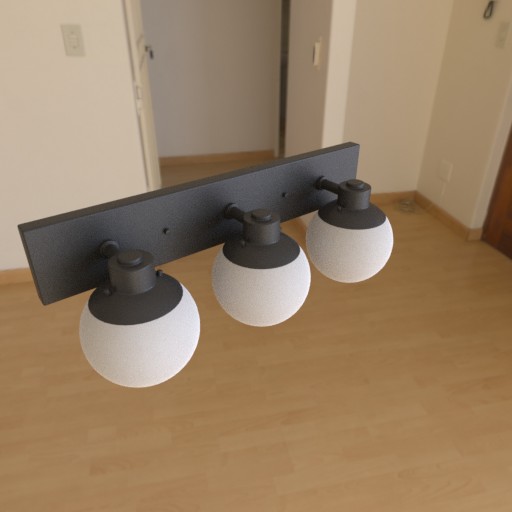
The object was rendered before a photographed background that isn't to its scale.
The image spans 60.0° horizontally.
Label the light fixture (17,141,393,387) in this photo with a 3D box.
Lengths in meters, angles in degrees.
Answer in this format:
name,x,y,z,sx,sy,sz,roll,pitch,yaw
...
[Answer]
name,x,y,z,sx,sy,sz,roll,pitch,yaw
light fixture,0.000,0.000,0.833,0.721,0.263,0.218,-21,36,-32
